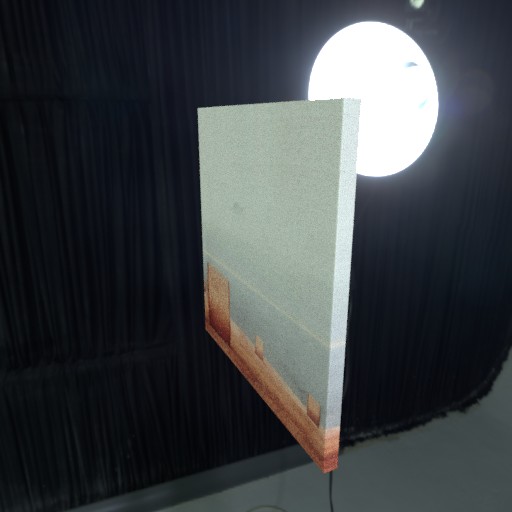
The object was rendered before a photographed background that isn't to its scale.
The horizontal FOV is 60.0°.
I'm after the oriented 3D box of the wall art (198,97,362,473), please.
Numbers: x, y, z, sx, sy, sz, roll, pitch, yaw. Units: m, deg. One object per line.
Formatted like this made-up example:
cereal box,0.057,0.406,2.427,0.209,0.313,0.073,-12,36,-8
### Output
wall art,0.000,0.000,1.174,0.042,0.760,0.760,-8,19,-24
